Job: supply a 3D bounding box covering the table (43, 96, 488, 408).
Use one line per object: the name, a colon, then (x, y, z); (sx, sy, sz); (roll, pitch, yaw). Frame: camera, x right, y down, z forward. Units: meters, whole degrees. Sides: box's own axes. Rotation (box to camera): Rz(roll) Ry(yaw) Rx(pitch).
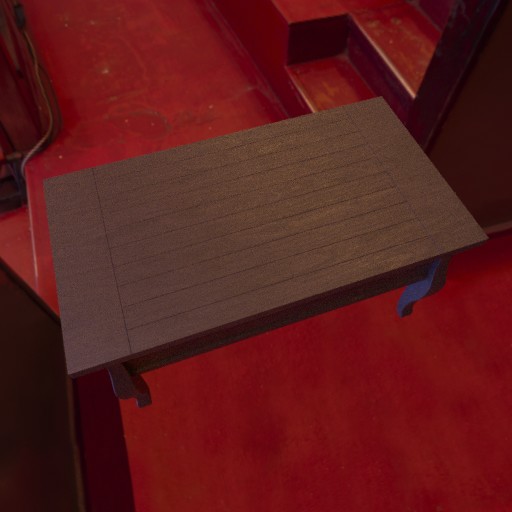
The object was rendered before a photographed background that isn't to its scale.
table: (0.000, 0.000, 1.399); (1.062, 0.494, 0.600); (-17, 60, -10)
